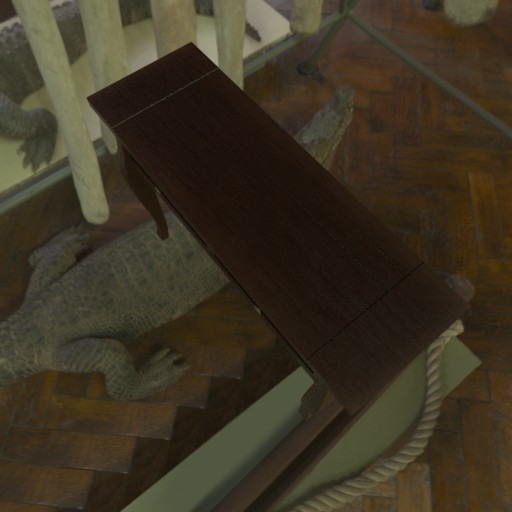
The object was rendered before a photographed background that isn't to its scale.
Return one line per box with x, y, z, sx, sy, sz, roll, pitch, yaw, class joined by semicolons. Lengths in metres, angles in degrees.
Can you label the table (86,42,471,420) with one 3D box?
0.000;0.000;1.445;0.373;0.768;1.062;-36;70;-15;table
